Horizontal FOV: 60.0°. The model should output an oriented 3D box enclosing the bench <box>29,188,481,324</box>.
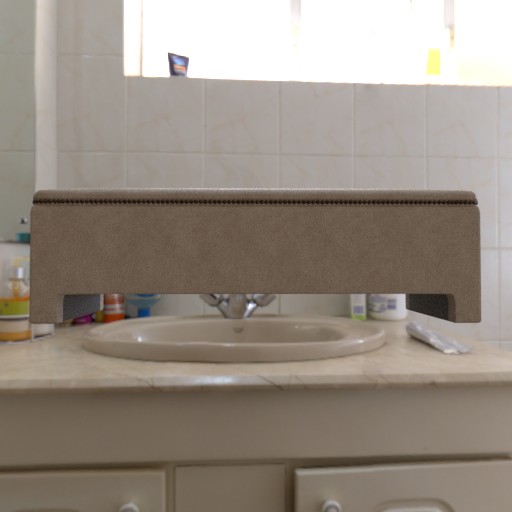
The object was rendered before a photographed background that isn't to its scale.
[{"bbox_3d":[0.000,0.000,1.664,1.482,0.447,0.470,0,-1,-1],"label":"bench"}]
